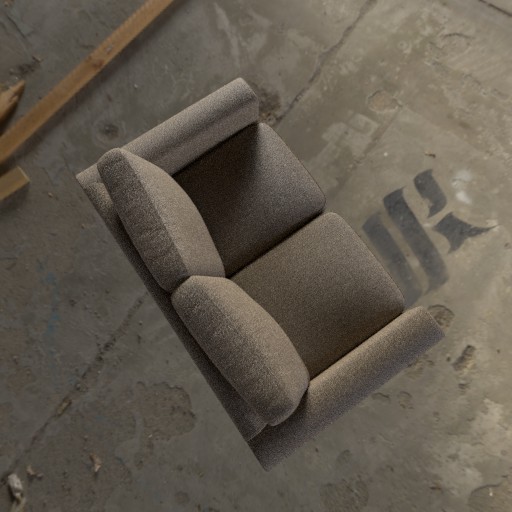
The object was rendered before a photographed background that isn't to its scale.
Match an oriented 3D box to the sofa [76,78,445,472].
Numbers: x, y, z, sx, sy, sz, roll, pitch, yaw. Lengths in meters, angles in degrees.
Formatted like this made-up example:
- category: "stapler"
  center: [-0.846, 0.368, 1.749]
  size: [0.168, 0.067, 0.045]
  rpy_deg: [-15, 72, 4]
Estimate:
- category: "sofa"
  center: [0.000, 0.000, 2.163]
  size: [1.016, 0.873, 1.616]
  rpy_deg: [-34, 78, -8]
